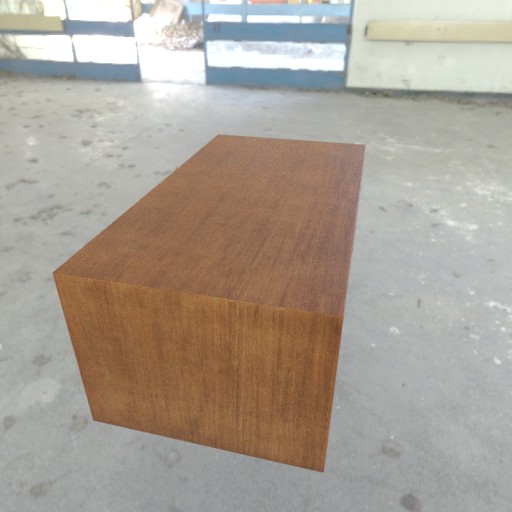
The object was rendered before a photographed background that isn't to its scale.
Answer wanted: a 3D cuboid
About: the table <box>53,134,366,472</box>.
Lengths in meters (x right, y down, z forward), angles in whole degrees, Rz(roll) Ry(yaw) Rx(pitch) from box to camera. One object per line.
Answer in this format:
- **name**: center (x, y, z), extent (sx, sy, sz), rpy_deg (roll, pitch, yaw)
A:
- **table**: center (0.000, 0.000, 1.309), extent (0.549, 0.419, 1.000), rpy_deg (7, 31, 12)
